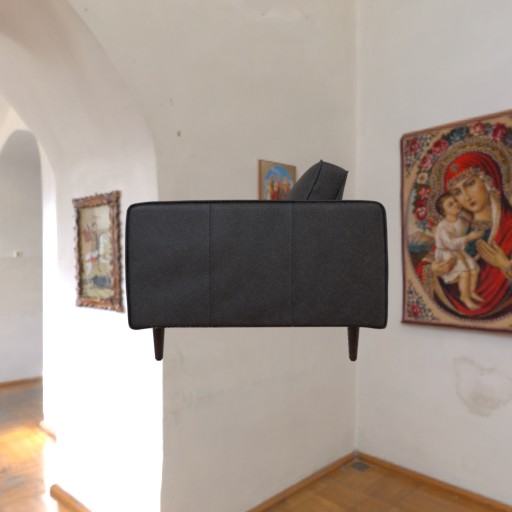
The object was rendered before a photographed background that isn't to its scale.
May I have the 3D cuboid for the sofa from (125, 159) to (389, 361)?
[{"bbox_3d":[0.000,0.000,2.576,0.914,0.762,2.210,0,1,0],"label":"sofa"}]
